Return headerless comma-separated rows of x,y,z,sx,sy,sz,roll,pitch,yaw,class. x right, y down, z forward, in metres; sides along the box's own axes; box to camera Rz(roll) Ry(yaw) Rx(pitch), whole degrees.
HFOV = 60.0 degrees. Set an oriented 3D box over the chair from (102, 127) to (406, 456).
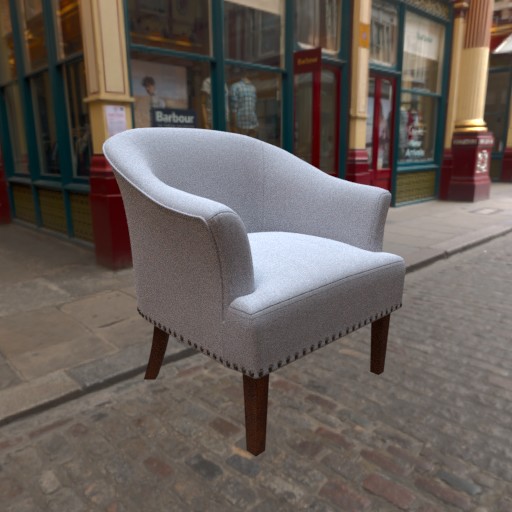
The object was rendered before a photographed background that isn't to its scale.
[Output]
0.000,0.000,1.431,0.798,0.815,0.704,-13,19,-43,chair
